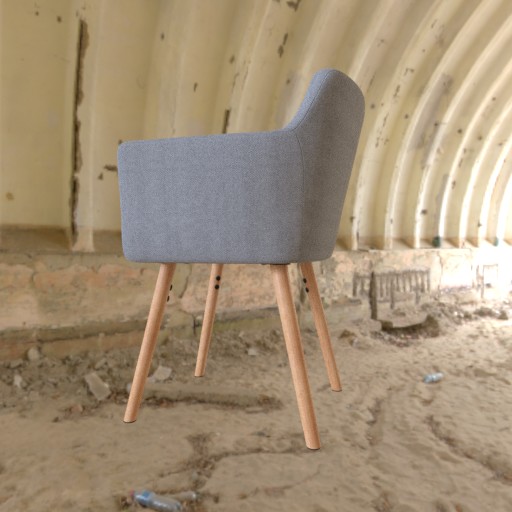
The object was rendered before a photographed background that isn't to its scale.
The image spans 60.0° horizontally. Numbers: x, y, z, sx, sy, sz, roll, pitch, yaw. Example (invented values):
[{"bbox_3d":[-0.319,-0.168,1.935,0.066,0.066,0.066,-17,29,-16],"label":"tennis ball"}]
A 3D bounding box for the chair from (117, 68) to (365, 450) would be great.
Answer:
[{"bbox_3d":[0.000,0.000,1.143,0.540,0.780,0.570,1,2,18],"label":"chair"}]
